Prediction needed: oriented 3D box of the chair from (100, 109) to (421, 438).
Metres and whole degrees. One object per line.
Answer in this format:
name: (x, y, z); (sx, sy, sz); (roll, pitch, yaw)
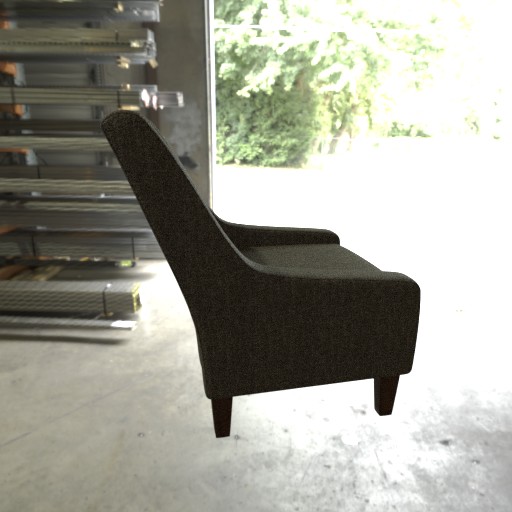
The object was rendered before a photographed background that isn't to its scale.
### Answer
chair: (0.000, 0.000, 1.669); (0.944, 1.012, 0.793); (-3, 16, -11)
